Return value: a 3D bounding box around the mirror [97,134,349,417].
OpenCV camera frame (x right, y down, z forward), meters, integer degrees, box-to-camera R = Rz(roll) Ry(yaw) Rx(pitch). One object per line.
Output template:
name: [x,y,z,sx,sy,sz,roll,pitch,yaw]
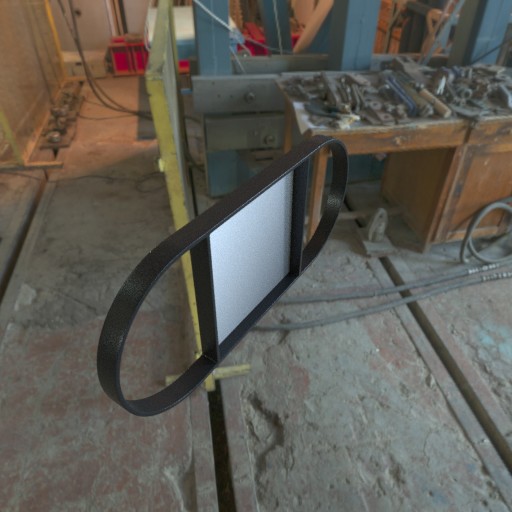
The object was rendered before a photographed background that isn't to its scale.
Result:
mirror: [0.000,0.000,0.687,0.032,0.254,0.584,24,45,26]
